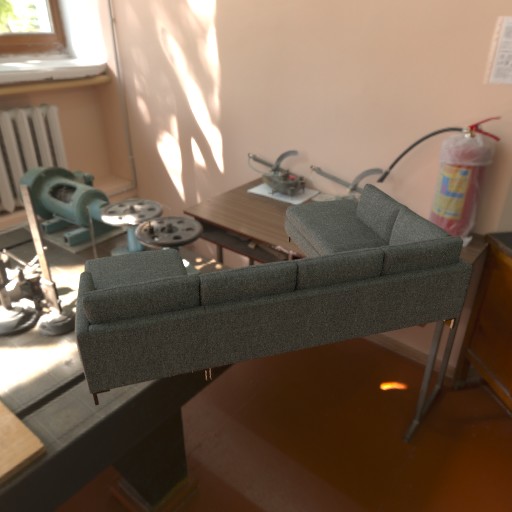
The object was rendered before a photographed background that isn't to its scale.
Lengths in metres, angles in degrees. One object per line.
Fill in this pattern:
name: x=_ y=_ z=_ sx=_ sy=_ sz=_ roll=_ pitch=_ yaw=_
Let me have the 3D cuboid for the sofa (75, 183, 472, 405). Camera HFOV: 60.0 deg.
sofa: x=0.000 y=0.000 z=3.684 sx=2.737 sy=0.756 sz=1.879 roll=-8 pitch=29 yaw=-15
